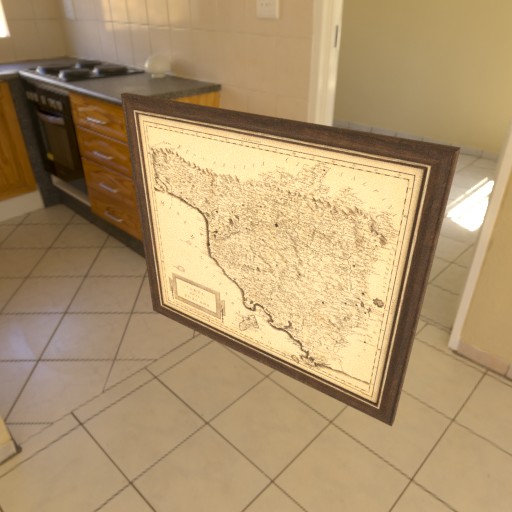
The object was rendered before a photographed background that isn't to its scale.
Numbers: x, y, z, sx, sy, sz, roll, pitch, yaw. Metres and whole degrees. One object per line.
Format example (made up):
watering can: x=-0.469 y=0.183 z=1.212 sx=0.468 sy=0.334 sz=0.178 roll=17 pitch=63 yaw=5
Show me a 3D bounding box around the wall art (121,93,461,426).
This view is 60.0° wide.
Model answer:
wall art: x=0.000 y=0.000 z=1.406 sx=1.033 sy=0.875 sz=0.023 roll=19 pitch=36 yaw=29
